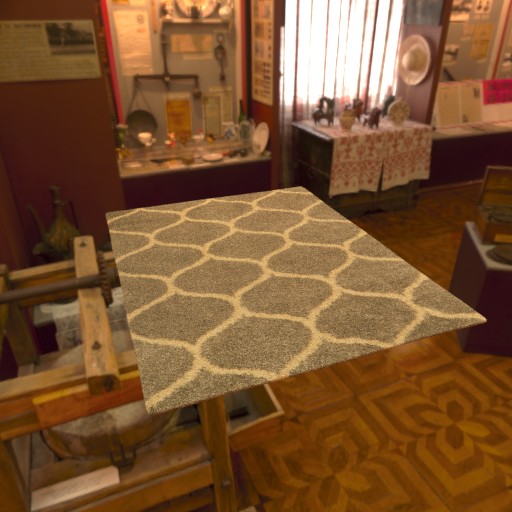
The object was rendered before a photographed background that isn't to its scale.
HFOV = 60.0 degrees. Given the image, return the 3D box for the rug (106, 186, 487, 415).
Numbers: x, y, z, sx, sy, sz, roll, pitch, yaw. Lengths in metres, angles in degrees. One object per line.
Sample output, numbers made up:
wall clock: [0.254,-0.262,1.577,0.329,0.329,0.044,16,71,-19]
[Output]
rug: [0.000,0.000,4.007,2.399,0.026,3.000,-10,30,-18]
